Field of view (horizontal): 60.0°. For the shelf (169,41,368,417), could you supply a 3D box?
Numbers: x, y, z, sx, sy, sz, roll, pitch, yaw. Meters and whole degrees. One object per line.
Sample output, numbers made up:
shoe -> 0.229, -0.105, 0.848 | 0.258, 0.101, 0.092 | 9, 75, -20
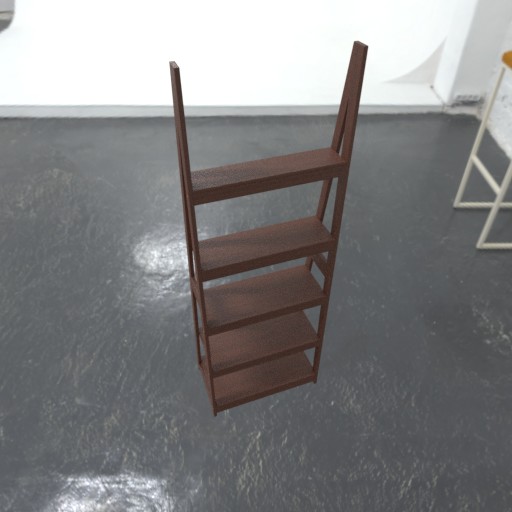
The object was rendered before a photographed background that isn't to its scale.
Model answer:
shelf -> 0.000, 0.000, 1.957 | 0.600, 1.770, 0.350 | -13, 42, -15
